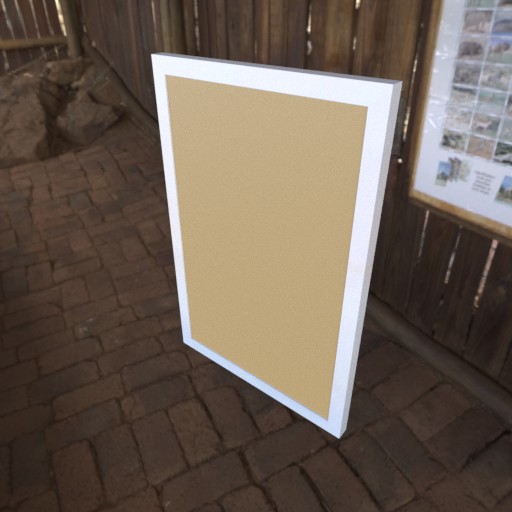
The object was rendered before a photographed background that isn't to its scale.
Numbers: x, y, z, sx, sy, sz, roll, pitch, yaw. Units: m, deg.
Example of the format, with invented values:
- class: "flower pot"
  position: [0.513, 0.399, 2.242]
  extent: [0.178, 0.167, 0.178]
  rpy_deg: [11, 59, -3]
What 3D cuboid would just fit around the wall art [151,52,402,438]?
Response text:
- class: "wall art"
  position: [0.000, 0.000, 1.146]
  extent: [0.612, 0.915, 0.039]
  rpy_deg: [23, 38, 32]
